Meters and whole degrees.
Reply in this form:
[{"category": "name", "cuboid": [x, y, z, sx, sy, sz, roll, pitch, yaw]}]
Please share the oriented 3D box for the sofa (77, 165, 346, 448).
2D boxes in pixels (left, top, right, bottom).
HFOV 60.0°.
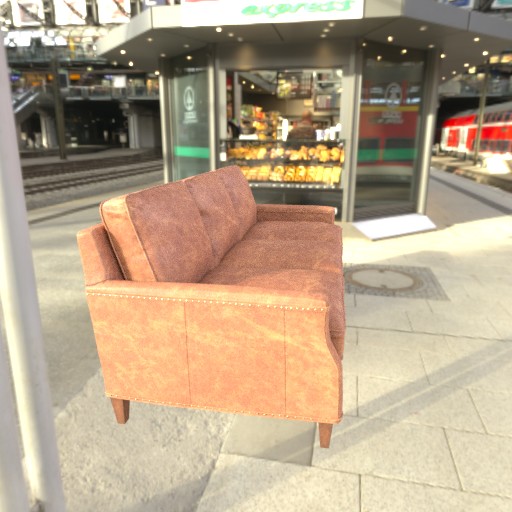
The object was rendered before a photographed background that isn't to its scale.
[{"category": "sofa", "cuboid": [0.000, 0.000, 2.765, 1.084, 1.003, 2.246, 3, 15, 10]}]
